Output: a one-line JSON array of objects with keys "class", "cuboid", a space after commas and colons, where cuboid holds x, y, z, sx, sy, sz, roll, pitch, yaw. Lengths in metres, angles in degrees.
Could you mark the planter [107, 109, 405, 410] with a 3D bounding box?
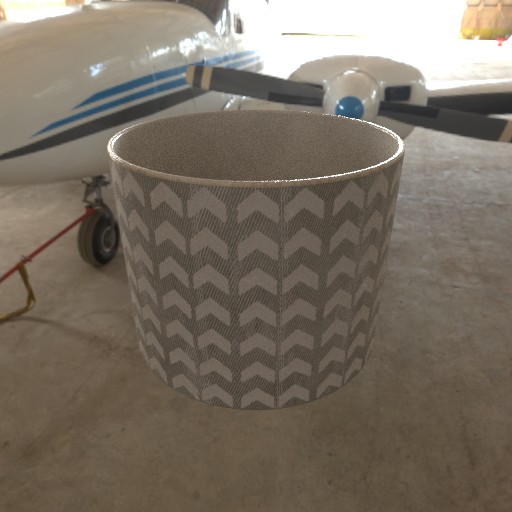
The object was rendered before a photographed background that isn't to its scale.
[{"class": "planter", "cuboid": [0.000, 0.000, 0.337, 0.190, 0.181, 0.190, 0, 28, 0]}]
